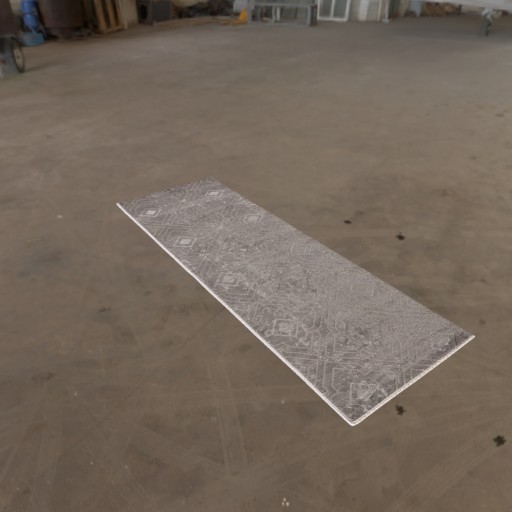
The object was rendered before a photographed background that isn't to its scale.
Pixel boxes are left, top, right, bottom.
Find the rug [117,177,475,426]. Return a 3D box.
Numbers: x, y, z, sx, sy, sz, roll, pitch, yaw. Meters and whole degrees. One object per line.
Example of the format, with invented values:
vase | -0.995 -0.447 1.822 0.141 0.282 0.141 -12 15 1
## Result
rug | 0.000 0.000 2.705 0.832 0.035 2.381 -22 39 -30
